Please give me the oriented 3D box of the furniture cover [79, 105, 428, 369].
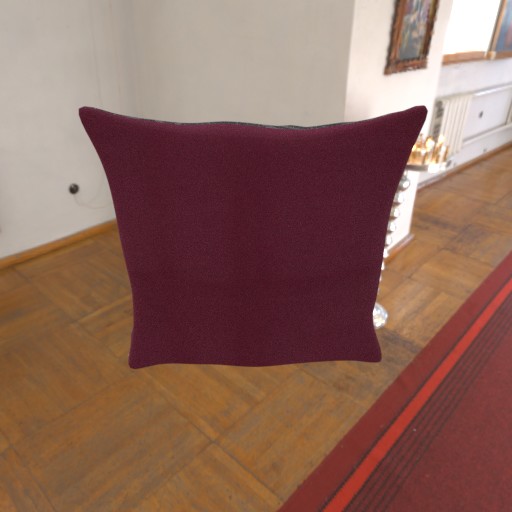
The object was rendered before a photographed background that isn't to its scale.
[{"bbox_3d":[0.000,0.000,0.779,0.514,0.513,0.163,-1,30,-2],"label":"furniture cover"}]
